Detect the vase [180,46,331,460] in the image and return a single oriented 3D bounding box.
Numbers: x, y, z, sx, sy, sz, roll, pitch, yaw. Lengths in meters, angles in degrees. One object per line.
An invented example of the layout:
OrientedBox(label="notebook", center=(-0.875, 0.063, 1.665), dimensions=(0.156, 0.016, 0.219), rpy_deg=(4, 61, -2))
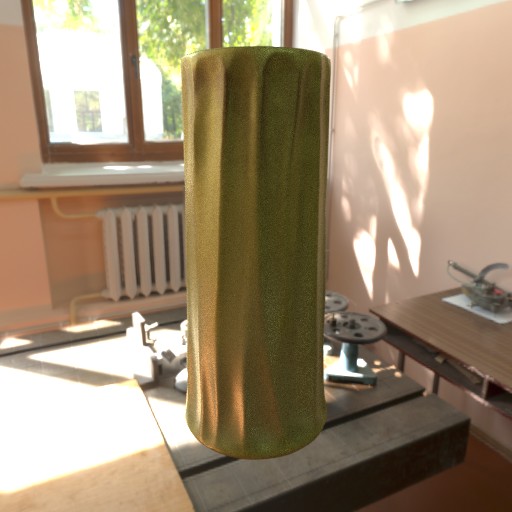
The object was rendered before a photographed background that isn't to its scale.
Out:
OrientedBox(label="vase", center=(0.000, 0.000, 0.174), dimensions=(0.061, 0.143, 0.061), rpy_deg=(0, 16, 0))
